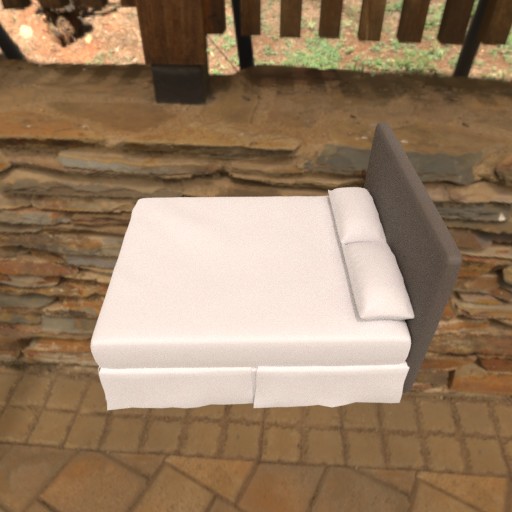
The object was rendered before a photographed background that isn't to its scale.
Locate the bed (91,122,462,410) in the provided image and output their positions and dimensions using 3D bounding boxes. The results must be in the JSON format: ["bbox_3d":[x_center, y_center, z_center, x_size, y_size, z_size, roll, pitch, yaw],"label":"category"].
[{"bbox_3d":[0.000,0.000,3.264,2.142,1.330,1.723,-1,41,-1],"label":"bed"}]
